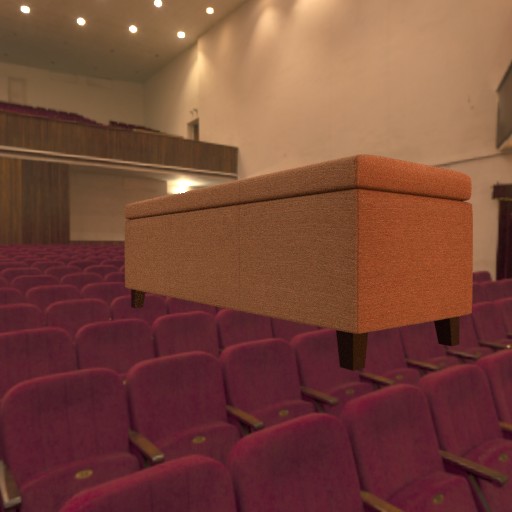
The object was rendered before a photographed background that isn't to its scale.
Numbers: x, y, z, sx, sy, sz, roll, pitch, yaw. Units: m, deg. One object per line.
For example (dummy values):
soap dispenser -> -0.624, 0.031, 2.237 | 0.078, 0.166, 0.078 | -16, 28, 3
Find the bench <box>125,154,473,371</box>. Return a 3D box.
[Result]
bench -> 0.000, 0.000, 1.479 | 0.446, 0.438, 1.269 | -1, 1, -37
